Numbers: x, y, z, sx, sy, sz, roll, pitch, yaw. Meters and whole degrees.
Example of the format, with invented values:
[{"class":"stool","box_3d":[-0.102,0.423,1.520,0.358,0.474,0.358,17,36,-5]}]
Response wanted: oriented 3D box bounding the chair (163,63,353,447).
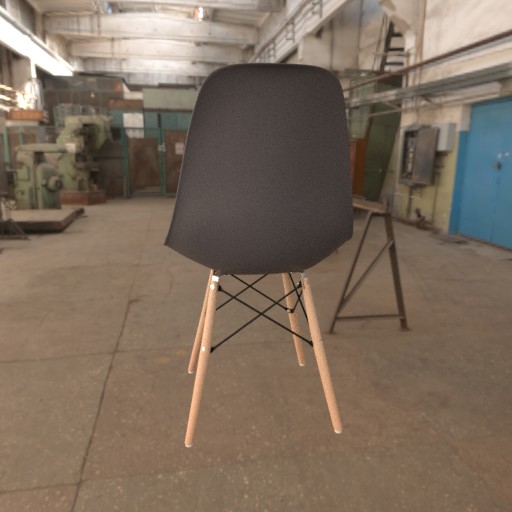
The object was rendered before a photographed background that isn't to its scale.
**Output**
[{"class":"chair","box_3d":[0.000,0.000,1.133,0.470,0.826,0.533,-2,14,-8]}]
